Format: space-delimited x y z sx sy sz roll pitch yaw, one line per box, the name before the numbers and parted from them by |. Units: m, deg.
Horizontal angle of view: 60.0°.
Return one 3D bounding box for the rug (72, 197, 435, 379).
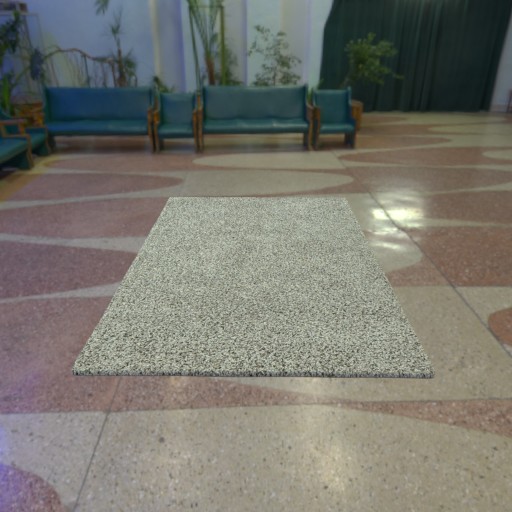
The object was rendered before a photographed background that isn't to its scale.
rug | 0.000 0.000 2.268 1.219 0.030 1.778 0 26 1
